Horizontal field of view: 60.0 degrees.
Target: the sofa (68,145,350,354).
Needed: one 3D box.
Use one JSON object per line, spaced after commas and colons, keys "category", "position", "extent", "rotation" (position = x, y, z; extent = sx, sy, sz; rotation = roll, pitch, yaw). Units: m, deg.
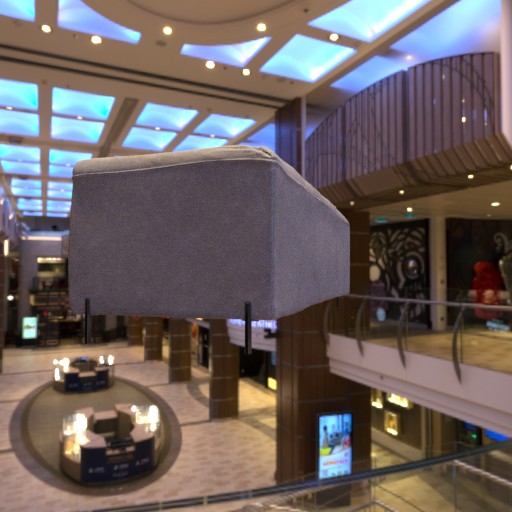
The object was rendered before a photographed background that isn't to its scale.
{"category": "sofa", "position": [0.000, 0.000, 2.681], "extent": [0.899, 0.758, 2.238], "rotation": [-1, -2, 18]}
